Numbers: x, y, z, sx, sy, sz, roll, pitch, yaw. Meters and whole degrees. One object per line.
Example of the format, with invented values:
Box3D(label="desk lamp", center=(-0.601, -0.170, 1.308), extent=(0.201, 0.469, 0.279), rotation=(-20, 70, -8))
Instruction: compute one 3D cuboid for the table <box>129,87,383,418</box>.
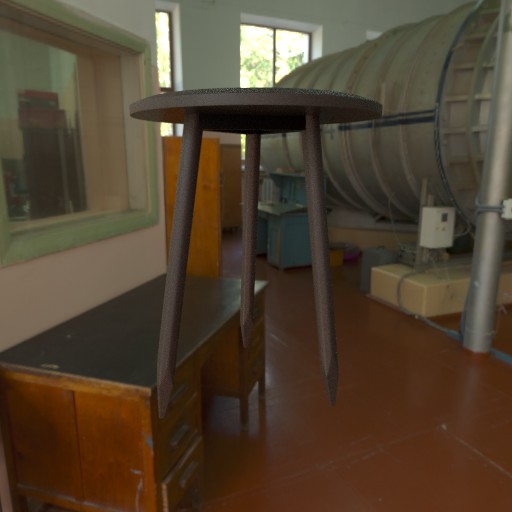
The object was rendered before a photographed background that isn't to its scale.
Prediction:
Box3D(label="table", center=(0.000, 0.000, 0.893), extent=(0.457, 0.585, 0.457), rotation=(0, 13, 0))
